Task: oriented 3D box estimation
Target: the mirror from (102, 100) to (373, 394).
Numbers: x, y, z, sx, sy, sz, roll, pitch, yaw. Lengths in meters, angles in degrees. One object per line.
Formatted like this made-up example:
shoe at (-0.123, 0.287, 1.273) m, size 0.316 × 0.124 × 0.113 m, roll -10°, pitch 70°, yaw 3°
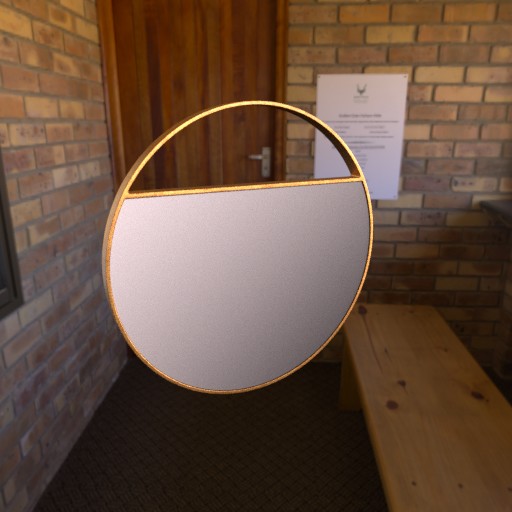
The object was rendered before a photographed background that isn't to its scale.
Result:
mirror at (0.000, 0.000, 0.855) m, size 0.565 × 0.565 × 0.032 m, roll -9°, pitch 19°, yaw -27°
